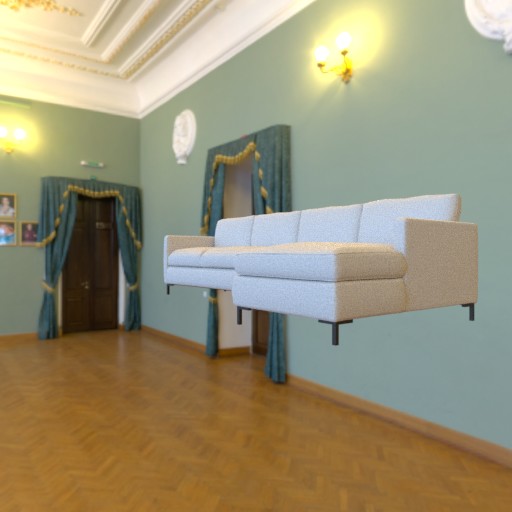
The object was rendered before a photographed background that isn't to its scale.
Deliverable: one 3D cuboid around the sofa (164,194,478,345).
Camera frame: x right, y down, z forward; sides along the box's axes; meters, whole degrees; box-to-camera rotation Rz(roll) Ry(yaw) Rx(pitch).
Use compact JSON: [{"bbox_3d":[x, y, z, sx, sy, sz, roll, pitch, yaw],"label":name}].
[{"bbox_3d":[0.000,0.000,3.278,1.258,0.755,2.731,0,0,-37],"label":"sofa"}]
